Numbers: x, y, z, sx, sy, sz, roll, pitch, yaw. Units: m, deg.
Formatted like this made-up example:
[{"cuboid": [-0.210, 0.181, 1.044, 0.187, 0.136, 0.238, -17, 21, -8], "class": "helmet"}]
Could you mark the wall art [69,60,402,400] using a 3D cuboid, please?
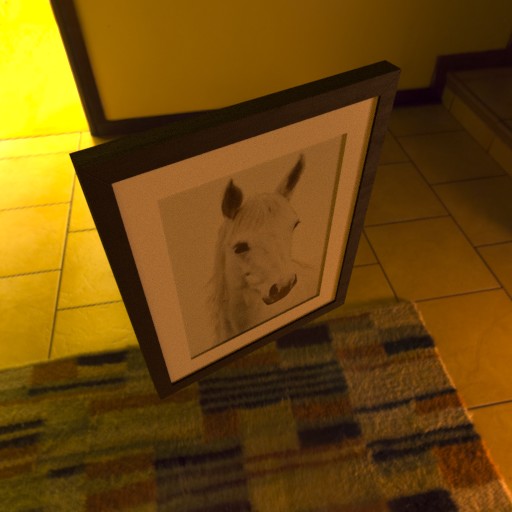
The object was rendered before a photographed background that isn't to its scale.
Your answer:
[{"cuboid": [0.000, 0.000, 0.755, 0.455, 0.552, 0.034, -24, 52, -20], "class": "wall art"}]
